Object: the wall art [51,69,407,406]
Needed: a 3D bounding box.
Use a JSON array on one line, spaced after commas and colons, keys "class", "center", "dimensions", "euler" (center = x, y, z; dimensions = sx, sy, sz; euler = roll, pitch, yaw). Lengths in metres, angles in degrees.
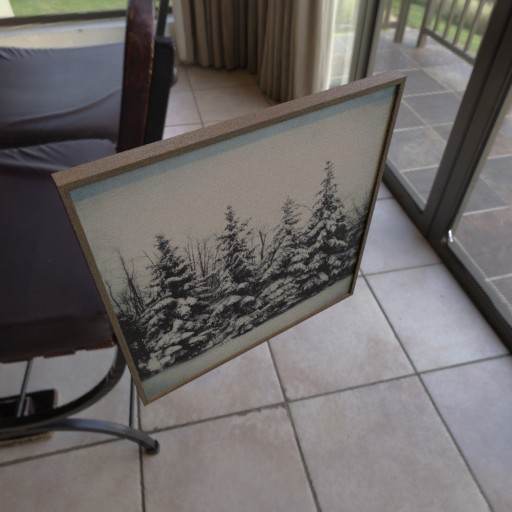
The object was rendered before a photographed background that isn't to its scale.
[{"class": "wall art", "center": [0.000, 0.000, 1.117], "dimensions": [0.758, 0.758, 0.039], "euler": [-24, 50, -22]}]
